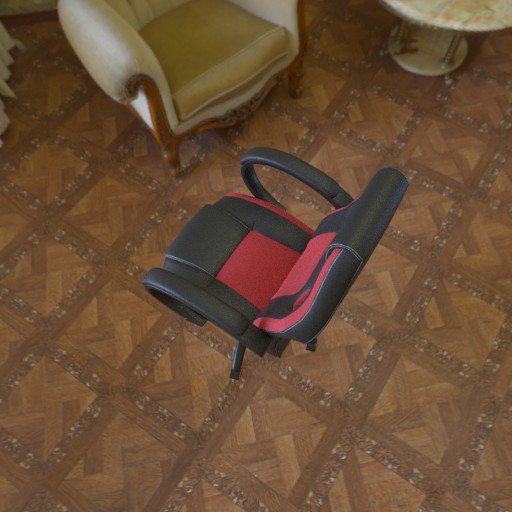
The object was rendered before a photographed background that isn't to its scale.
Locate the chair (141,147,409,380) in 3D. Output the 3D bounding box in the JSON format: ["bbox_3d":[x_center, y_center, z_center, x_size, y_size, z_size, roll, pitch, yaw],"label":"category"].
[{"bbox_3d":[0.000,0.000,1.608,0.724,1.187,0.673,30,67,14],"label":"chair"}]
